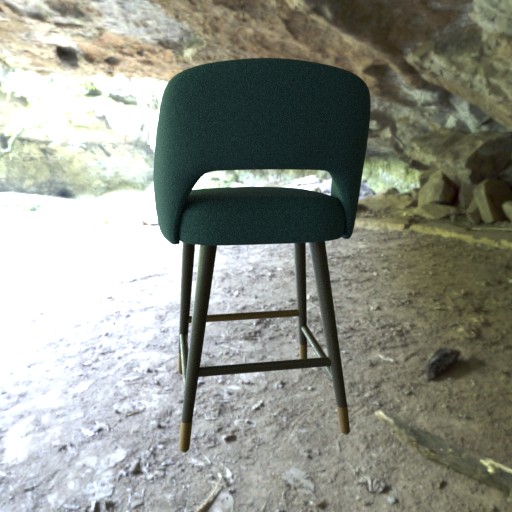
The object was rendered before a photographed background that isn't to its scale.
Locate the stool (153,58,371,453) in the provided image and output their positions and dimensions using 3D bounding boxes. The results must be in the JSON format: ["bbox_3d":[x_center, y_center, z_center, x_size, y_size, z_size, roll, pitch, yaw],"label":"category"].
[{"bbox_3d":[0.000,0.000,1.242,0.536,0.939,0.522,-2,13,-10],"label":"stool"}]
